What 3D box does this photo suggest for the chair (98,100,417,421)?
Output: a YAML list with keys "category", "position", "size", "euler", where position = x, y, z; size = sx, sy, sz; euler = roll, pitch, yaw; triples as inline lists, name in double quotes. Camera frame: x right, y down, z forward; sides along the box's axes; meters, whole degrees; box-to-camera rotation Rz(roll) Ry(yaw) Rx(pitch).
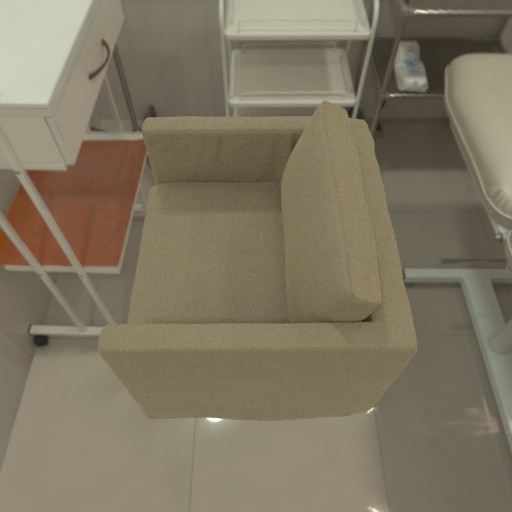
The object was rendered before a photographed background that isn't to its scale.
- category: "chair"
  position: [0.000, 0.000, 1.761]
  size: [0.949, 0.863, 1.057]
  euler: [0, 56, 0]
